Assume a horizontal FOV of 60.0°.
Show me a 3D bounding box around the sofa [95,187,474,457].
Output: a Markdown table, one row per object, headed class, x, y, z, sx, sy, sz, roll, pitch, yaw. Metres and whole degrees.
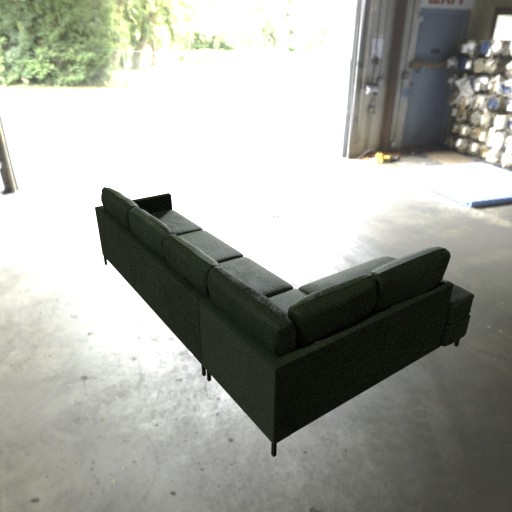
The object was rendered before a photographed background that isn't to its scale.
| class | x | y | z | sx | sy | sz | roll | pitch | yaw |
| --- | --- | --- | --- | --- | --- | --- | --- | --- | --- |
| sofa | 0.000 | 0.000 | 4.341 | 2.048 | 0.996 | 3.384 | -17 | 31 | -31 |
